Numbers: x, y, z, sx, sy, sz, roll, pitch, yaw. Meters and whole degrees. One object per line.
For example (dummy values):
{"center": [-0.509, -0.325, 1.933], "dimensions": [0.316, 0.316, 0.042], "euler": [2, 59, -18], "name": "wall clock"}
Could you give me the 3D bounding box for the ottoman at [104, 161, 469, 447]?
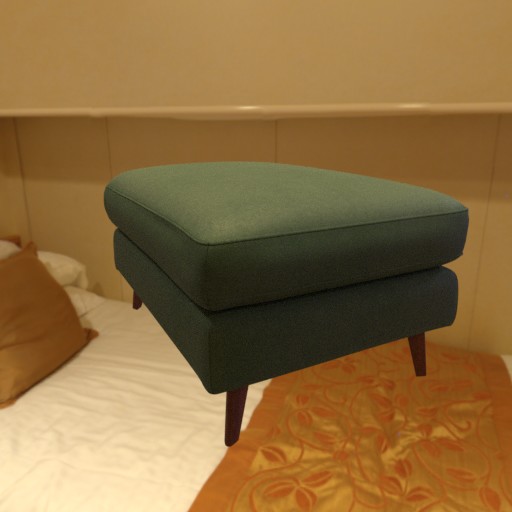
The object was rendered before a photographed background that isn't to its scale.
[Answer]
{"center": [0.000, 0.000, 1.135], "dimensions": [0.608, 0.449, 0.811], "euler": [-9, 19, -27], "name": "ottoman"}
